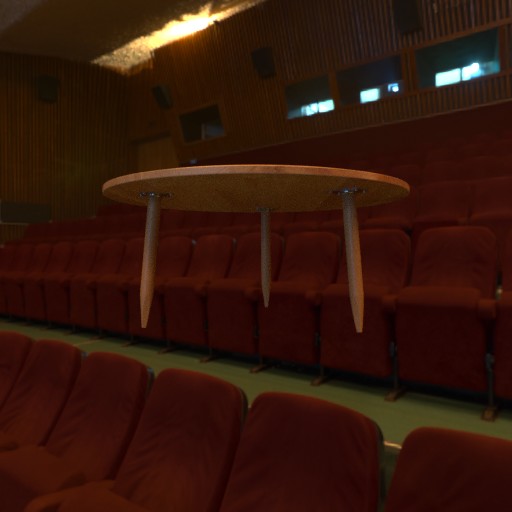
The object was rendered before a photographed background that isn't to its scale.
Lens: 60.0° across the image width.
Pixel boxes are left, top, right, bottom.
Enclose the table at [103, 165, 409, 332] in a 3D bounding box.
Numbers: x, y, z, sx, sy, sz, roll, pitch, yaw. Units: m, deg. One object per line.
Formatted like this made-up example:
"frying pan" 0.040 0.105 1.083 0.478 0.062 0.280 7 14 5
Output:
"table" 0.000 0.000 1.378 0.900 0.400 0.900 0 0 0
